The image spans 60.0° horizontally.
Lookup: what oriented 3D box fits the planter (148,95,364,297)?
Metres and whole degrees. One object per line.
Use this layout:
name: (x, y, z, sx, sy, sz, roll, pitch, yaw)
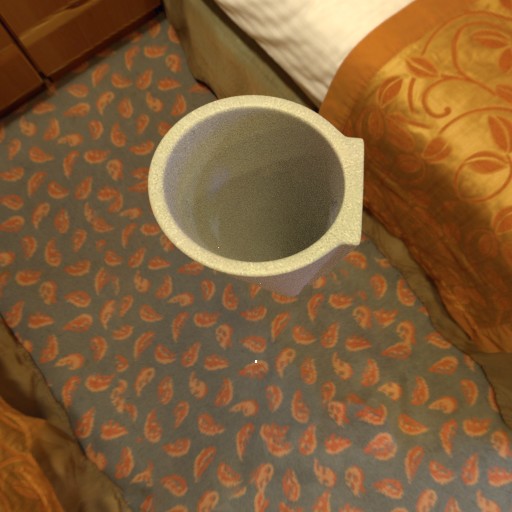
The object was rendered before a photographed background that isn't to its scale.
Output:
planter: (0.000, 0.000, 0.224, 0.064, 0.191, 0.057, 5, 77, 1)
